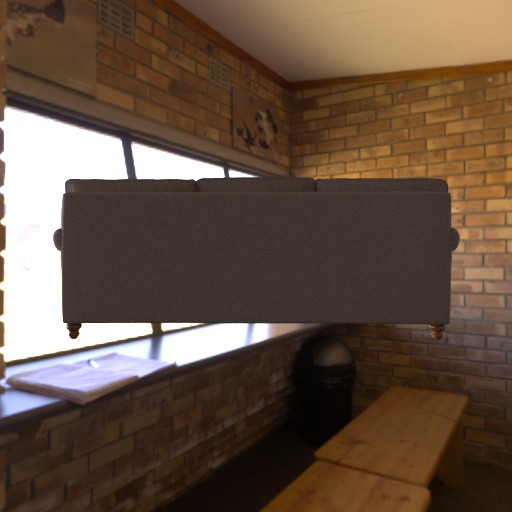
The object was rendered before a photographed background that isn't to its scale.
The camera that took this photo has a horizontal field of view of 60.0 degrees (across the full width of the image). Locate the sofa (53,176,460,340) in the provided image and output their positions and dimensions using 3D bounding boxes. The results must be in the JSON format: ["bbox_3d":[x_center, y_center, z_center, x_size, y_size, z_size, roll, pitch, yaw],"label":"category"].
[{"bbox_3d":[0.000,0.000,2.906,2.353,0.948,0.966,0,0,1],"label":"sofa"}]
